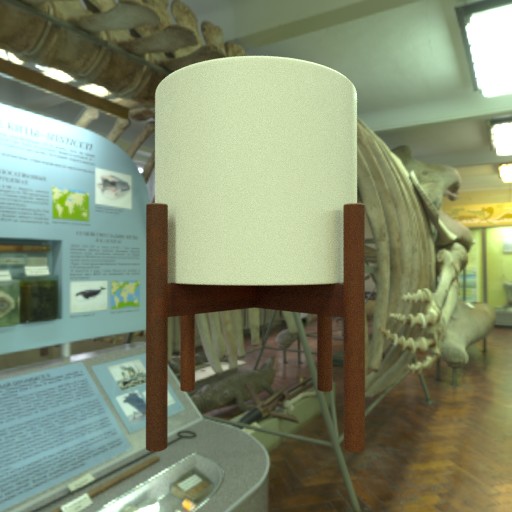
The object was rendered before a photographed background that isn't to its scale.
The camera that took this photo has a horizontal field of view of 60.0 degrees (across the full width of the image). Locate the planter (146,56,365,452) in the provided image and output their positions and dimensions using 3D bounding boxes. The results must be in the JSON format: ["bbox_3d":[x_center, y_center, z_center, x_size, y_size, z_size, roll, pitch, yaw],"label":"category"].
[{"bbox_3d":[0.000,0.000,0.504,0.224,0.358,0.224,0,0,0],"label":"planter"}]
